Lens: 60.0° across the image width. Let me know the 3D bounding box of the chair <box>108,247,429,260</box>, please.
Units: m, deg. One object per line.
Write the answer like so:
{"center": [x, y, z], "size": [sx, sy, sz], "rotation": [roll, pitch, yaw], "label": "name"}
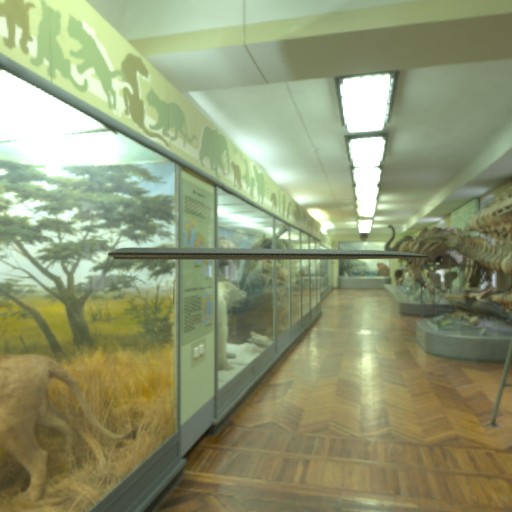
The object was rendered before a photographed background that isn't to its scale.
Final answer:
{"center": [0.000, 0.000, 1.972], "size": [1.219, 0.024, 1.372], "rotation": [0, -1, -17], "label": "chair"}
